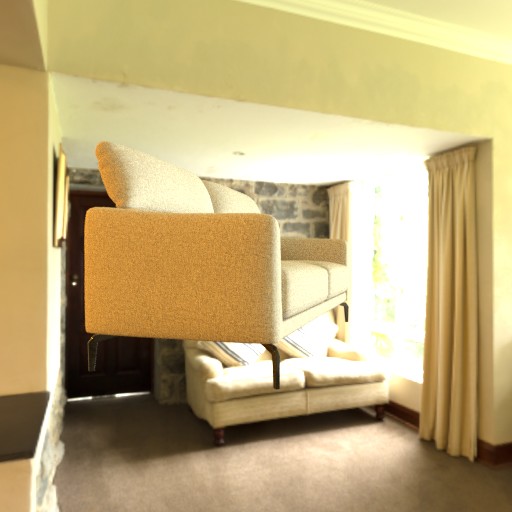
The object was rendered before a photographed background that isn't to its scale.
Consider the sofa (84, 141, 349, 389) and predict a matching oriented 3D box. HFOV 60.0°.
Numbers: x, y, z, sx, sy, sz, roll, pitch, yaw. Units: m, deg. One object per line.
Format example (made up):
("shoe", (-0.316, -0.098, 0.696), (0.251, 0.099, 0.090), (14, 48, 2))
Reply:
("sofa", (0.000, 0.000, 2.549), (0.856, 0.956, 2.015), (0, -1, 19))
